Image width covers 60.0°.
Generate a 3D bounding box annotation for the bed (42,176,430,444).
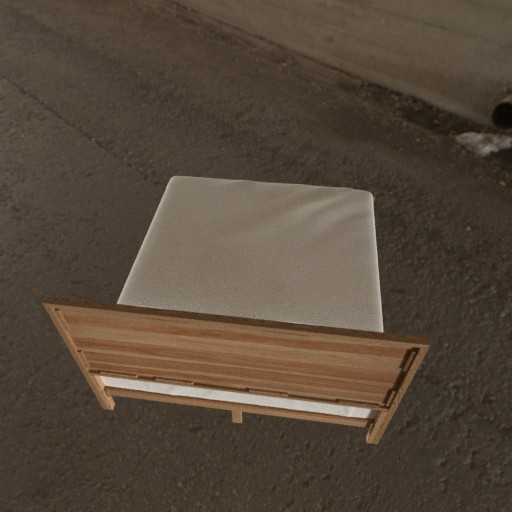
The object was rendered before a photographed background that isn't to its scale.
[{"bbox_3d":[0.000,0.000,3.481,2.013,1.295,2.184,5,47,5],"label":"bed"}]
